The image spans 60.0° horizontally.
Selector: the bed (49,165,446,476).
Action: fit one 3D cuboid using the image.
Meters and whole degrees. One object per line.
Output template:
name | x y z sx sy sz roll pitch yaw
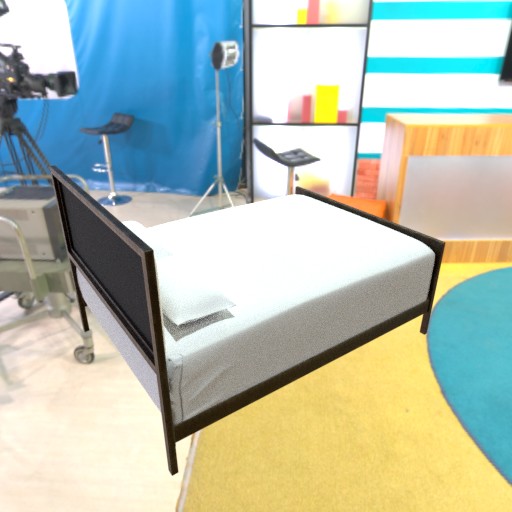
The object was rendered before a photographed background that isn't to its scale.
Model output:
bed | 0.000 0.000 3.212 2.221 1.313 1.607 -17 31 -31
